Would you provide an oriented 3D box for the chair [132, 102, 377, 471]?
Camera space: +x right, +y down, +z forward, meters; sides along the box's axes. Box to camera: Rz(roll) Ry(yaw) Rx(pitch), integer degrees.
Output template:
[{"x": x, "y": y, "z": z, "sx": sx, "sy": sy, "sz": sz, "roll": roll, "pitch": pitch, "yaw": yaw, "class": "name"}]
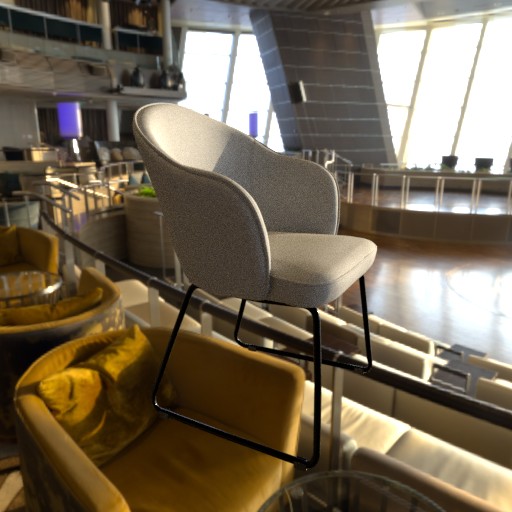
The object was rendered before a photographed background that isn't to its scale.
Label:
[{"x": 0.000, "y": 0.000, "z": 1.217, "sx": 0.592, "sy": 0.817, "sz": 0.570, "roll": 8, "pitch": 17, "yaw": 26, "class": "chair"}]
